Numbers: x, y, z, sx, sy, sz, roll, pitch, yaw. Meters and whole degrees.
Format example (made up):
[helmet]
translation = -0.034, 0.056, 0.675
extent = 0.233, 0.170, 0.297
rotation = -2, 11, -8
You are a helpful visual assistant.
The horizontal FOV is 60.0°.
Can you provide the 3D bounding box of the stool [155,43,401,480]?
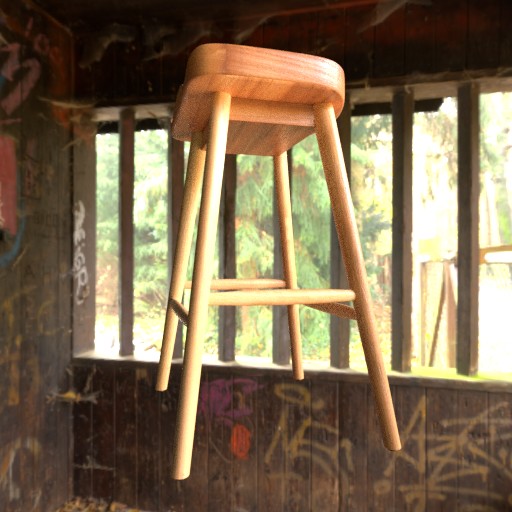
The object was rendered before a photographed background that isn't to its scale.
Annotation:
[stool]
translation = 0.000, 0.000, 0.858
extent = 0.361, 0.615, 0.440
rotation = 0, 0, -16
